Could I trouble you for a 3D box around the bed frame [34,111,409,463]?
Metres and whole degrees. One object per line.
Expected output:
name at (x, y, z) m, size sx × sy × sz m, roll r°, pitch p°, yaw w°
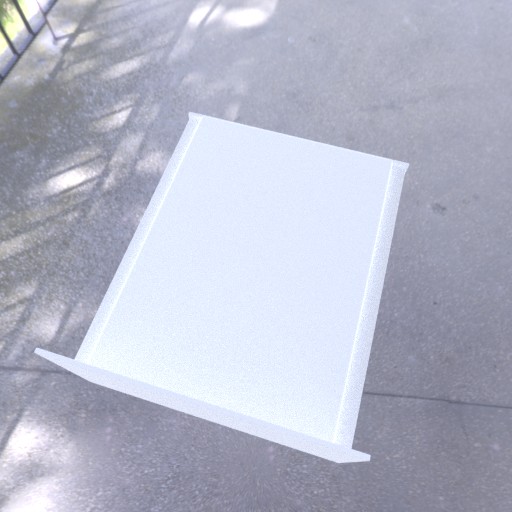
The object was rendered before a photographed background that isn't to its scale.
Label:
bed frame at (0.000, 0.000, 2.781) m, size 1.622 × 0.800 × 1.960 m, roll 15°, pitch 65°, yaw 7°
